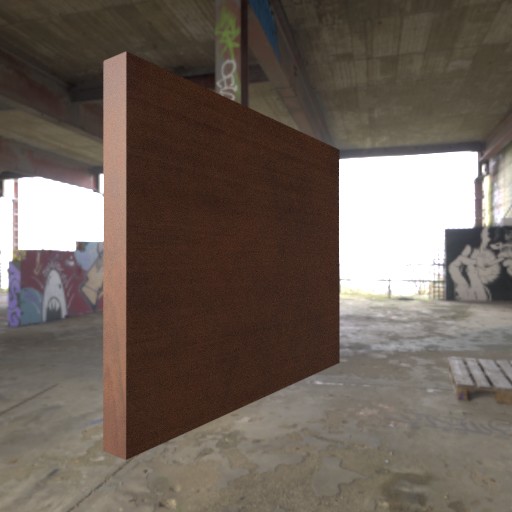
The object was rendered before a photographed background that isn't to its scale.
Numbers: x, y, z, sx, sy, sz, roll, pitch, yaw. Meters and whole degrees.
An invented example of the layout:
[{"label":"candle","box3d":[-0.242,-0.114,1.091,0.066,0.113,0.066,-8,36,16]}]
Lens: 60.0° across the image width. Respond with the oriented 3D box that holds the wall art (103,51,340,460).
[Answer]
[{"label":"wall art","box3d":[0.000,0.000,0.527,0.030,0.328,0.401,0,0,35]}]
